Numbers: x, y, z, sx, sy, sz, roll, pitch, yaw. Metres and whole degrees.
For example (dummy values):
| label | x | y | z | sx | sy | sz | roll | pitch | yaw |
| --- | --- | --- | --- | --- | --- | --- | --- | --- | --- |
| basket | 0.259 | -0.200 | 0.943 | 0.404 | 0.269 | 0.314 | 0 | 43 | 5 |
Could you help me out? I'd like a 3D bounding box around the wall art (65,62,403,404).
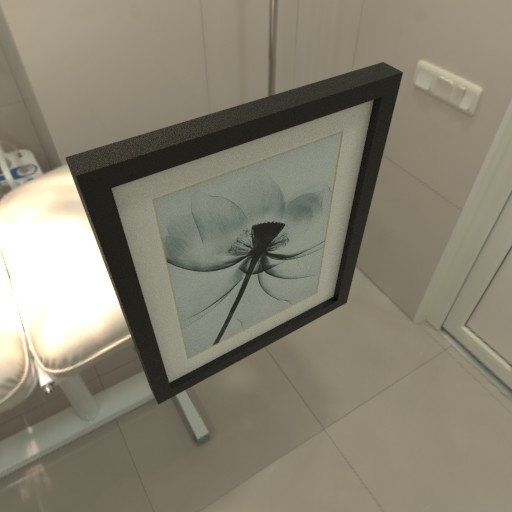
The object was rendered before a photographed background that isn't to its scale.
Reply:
| label | x | y | z | sx | sy | sz | roll | pitch | yaw |
| --- | --- | --- | --- | --- | --- | --- | --- | --- | --- |
| wall art | 0.000 | 0.000 | 0.533 | 0.330 | 0.381 | 0.029 | -24 | 51 | -21 |
